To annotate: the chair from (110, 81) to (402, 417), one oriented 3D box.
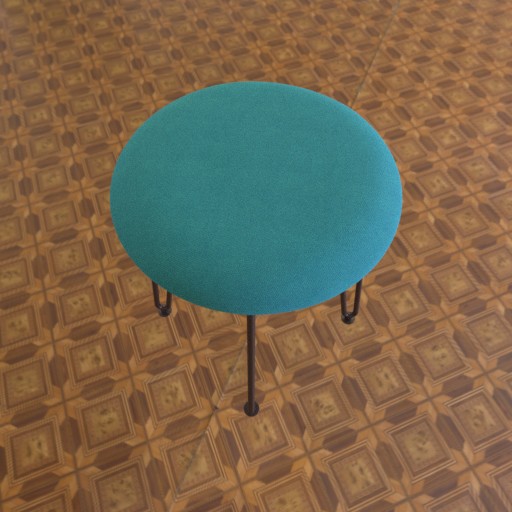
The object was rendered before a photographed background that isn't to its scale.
[{"bbox_3d":[0.000,0.000,0.685,0.350,0.430,0.350,31,63,18],"label":"chair"}]
